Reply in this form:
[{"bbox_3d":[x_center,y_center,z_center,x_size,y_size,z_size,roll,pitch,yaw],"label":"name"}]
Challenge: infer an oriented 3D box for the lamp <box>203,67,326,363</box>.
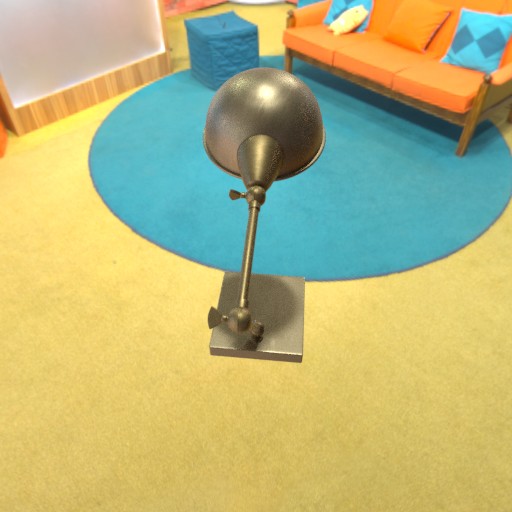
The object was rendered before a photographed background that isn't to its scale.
[{"bbox_3d":[0.000,0.000,0.546,0.149,0.371,0.339,4,45,4],"label":"lamp"}]
